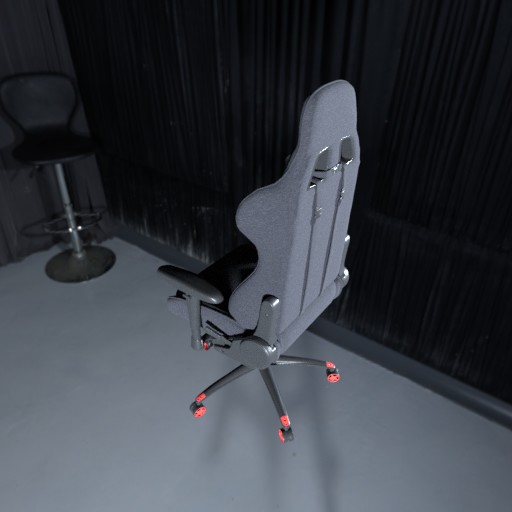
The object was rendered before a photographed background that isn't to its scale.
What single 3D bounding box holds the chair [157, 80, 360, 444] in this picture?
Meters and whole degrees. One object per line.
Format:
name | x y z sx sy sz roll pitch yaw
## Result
chair | 0.000 0.000 1.690 0.658 1.326 0.695 22 39 30
